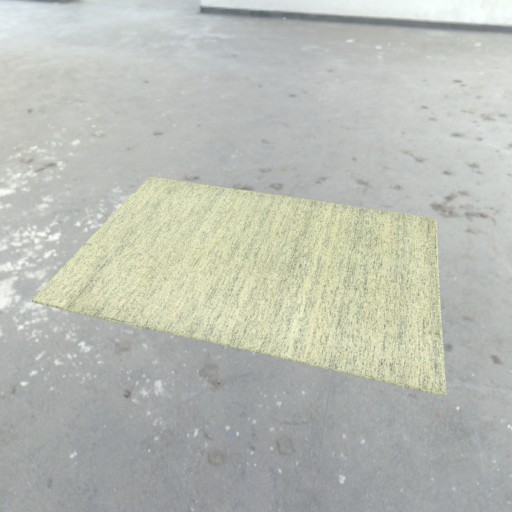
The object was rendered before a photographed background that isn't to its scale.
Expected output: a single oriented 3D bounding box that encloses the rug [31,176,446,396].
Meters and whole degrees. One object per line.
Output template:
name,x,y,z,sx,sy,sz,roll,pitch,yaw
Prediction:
rug,0.000,0.000,2.330,1.846,0.014,1.243,10,40,12
